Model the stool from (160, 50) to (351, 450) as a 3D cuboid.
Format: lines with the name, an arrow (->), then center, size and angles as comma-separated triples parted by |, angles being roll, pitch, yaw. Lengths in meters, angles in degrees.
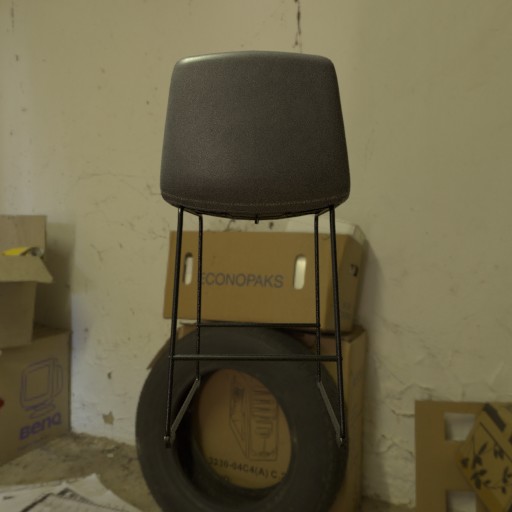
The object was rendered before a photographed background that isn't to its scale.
stool -> 0.000, 0.000, 1.199 | 0.470, 0.876, 0.546 | 0, 2, 1
